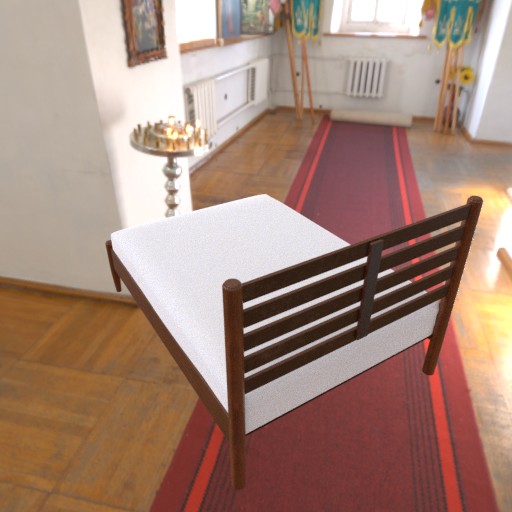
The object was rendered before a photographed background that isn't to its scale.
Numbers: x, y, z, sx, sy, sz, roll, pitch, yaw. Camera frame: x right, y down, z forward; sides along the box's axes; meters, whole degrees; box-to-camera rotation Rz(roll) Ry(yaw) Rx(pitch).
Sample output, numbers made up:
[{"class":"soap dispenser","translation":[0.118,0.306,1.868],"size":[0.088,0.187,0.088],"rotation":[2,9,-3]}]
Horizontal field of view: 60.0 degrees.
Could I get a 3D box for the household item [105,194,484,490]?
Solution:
[{"class":"household item","translation":[0.000,0.000,3.265],"size":[1.663,1.356,2.232],"rotation":[-18,35,-27]}]
